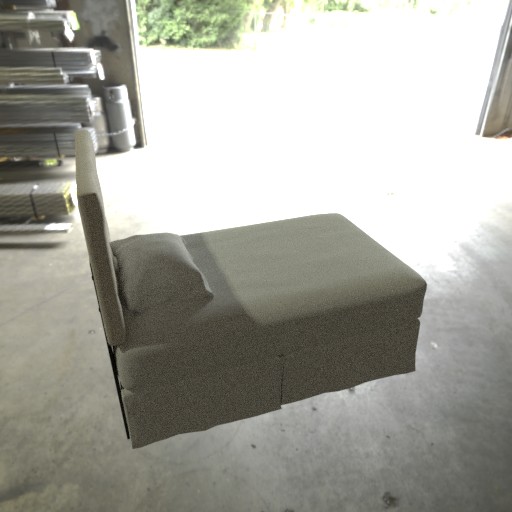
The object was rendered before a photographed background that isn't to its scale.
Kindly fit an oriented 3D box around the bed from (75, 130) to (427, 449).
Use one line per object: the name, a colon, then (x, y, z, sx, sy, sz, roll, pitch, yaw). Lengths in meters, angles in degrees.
bed: (0.000, 0.000, 2.945, 1.997, 1.571, 1.261, -10, 31, -17)
